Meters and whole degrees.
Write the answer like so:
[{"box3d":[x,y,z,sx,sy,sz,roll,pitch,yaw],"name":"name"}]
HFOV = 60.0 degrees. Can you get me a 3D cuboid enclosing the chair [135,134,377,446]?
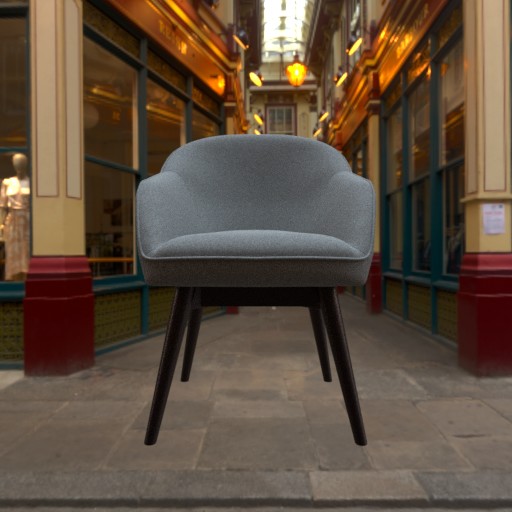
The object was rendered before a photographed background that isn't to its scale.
[{"box3d":[0.000,0.000,1.212,0.589,0.810,0.611,0,1,0],"name":"chair"}]
